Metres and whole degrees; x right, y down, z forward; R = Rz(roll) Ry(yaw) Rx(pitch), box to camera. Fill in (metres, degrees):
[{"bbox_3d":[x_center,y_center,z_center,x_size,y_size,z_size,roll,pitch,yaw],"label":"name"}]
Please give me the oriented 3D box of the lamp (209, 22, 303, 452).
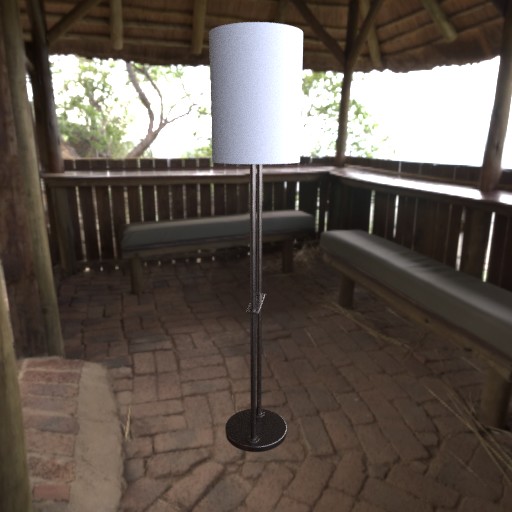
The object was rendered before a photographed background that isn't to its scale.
[{"bbox_3d":[0.000,0.000,1.639,0.305,1.500,0.306,2,15,8],"label":"lamp"}]
